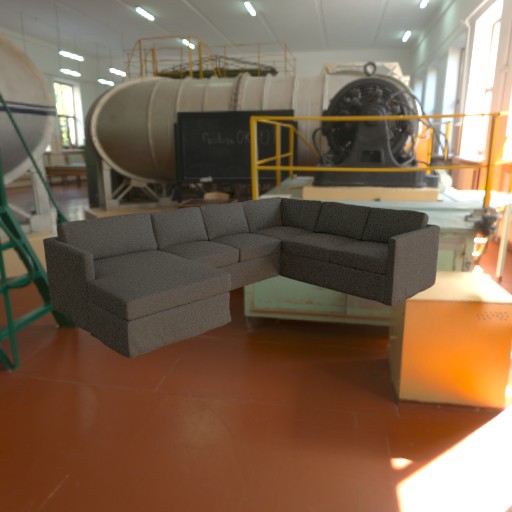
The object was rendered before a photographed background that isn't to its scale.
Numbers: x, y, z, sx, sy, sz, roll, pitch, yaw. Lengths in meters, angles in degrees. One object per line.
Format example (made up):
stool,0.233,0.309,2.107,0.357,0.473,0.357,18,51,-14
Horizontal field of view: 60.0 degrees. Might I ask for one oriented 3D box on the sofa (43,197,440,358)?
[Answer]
sofa,0.000,0.000,4.727,3.528,0.878,2.476,-14,20,-43
